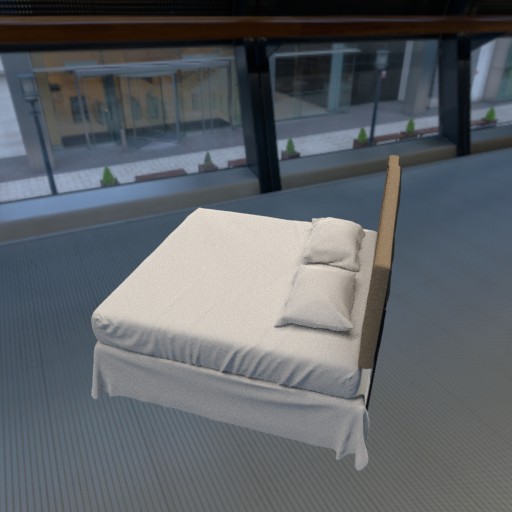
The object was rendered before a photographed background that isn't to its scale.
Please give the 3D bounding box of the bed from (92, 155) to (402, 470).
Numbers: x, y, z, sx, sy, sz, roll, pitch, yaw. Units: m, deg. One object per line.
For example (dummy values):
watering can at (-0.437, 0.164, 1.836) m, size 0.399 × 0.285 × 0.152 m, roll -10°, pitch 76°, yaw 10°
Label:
bed at (0.000, 0.000, 3.699) m, size 2.222 × 1.651 × 2.311 m, roll 9°, pitch 32°, yaw 15°
